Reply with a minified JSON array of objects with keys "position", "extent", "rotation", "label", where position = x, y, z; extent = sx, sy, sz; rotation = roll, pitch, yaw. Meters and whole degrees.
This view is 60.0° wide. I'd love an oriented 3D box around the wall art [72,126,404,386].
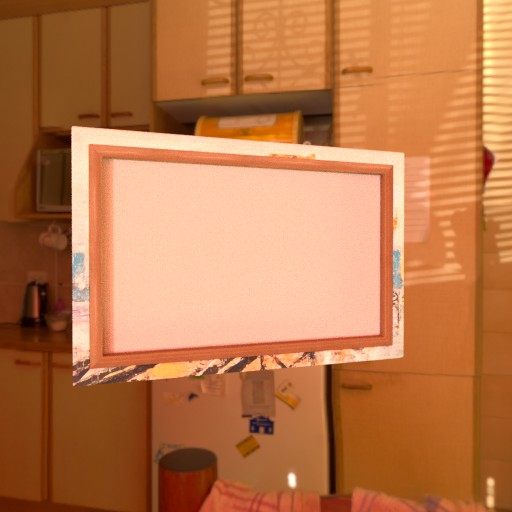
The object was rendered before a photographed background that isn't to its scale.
[{"position":[0.000,0.000,1.193],"extent":[0.913,0.609,0.038],"rotation":[0,1,-18],"label":"wall art"}]
